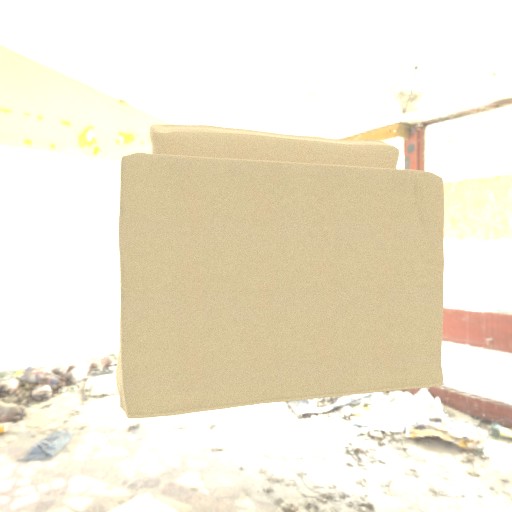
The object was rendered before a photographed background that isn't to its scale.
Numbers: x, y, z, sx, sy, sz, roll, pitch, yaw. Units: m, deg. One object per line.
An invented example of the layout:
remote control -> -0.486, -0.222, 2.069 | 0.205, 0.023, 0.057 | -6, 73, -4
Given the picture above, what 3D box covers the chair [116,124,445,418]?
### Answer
chair -> 0.000, 0.000, 1.747 | 1.057, 0.851, 0.947 | 0, 1, -17
